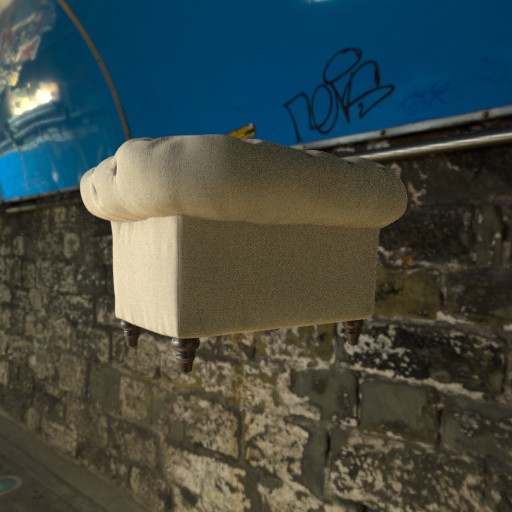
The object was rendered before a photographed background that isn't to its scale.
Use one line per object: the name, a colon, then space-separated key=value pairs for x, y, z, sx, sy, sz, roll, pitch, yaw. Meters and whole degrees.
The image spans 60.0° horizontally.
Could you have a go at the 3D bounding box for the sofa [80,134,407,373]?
sofa: x=0.000 y=0.000 z=2.059 sx=1.405 sy=0.878 sz=1.034 roll=0 pitch=0 yaw=-35
